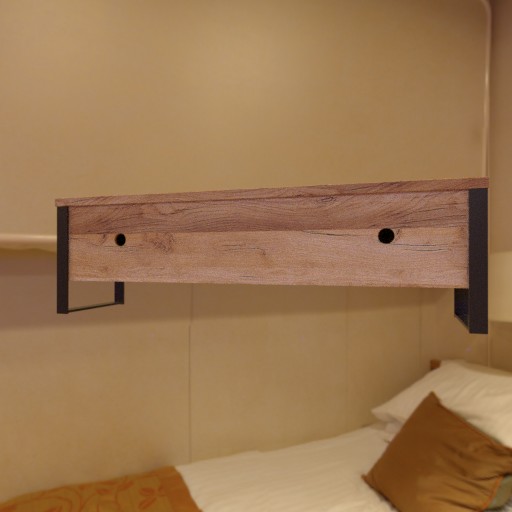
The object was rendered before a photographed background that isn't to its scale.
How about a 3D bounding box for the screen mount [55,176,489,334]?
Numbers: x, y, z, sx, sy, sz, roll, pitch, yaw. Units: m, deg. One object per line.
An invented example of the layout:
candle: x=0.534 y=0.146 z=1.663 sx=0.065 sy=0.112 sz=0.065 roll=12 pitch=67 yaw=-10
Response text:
screen mount: x=0.000 y=0.000 z=1.684 sx=1.524 sy=0.450 sz=0.395 roll=0 pitch=0 yaw=18
